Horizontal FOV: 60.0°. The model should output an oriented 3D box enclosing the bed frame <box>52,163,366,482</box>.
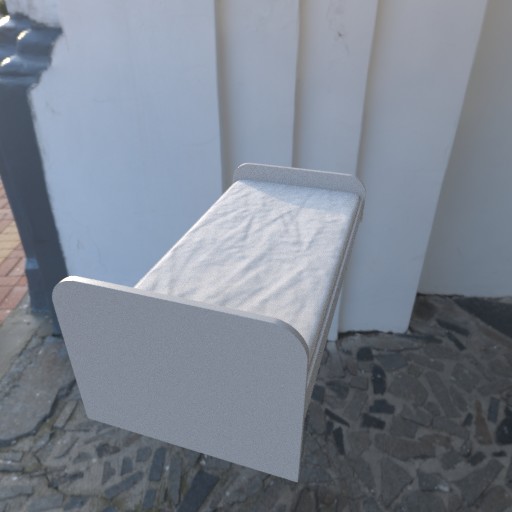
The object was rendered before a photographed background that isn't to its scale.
[{"bbox_3d":[0.000,0.000,2.503,0.998,0.805,1.963,10,33,15],"label":"bed frame"}]
